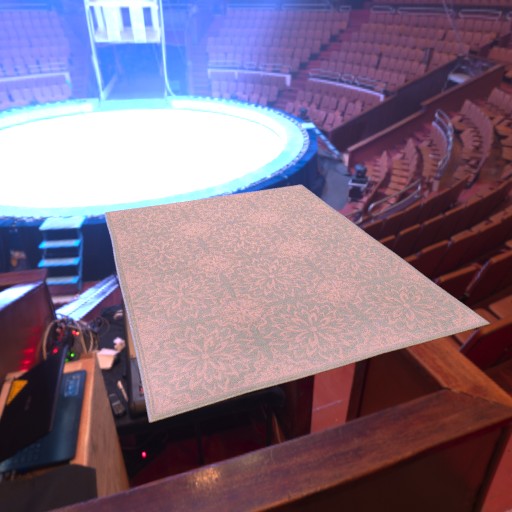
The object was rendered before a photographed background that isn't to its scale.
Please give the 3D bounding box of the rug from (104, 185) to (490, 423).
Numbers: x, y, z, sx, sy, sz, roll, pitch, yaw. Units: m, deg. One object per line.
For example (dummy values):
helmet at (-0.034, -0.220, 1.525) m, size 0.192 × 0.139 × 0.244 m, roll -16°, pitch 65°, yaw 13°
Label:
rug at (0.000, 0.000, 3.939) m, size 2.363 × 0.012 × 2.980 m, roll -11°, pitch 31°, yaw -18°
